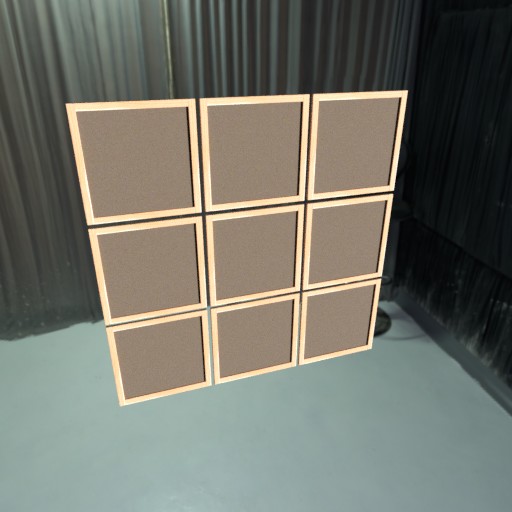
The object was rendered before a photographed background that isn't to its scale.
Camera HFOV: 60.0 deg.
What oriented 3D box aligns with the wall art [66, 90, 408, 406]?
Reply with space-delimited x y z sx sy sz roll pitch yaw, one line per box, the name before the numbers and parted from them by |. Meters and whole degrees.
wall art | 0.000 0.000 1.784 1.216 1.218 0.013 -8 27 -17
